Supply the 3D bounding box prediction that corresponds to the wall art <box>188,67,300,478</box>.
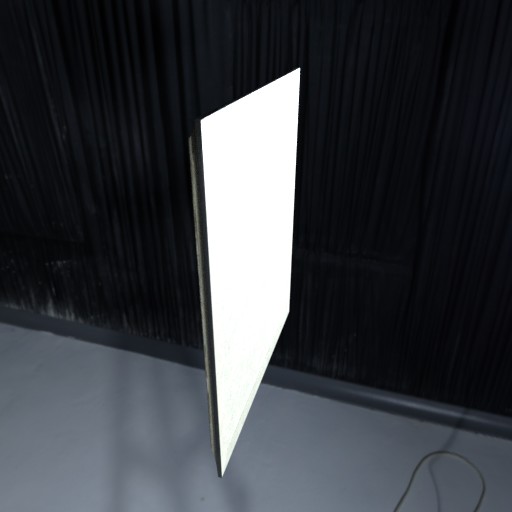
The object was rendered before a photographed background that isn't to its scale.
[{"bbox_3d":[0.000,0.000,0.629,0.023,0.457,0.381,8,30,15],"label":"wall art"}]
